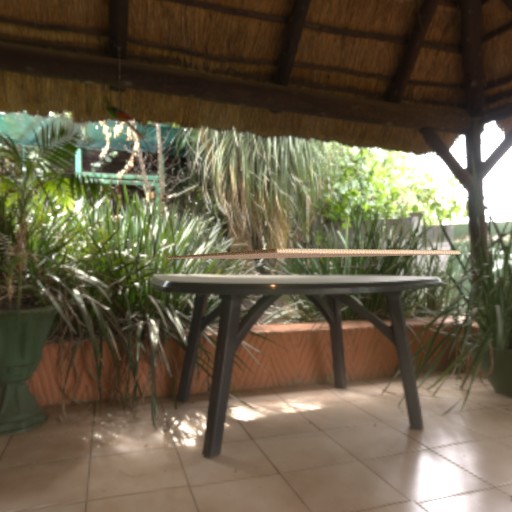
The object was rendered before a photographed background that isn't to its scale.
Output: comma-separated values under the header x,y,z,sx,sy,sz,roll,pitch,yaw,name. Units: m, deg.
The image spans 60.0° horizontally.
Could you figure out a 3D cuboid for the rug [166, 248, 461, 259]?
x,y,z,sx,sy,sz,roll,pitch,yaw,name
0.000,0.000,2.469,0.678,0.014,2.276,0,-1,-19,rug
